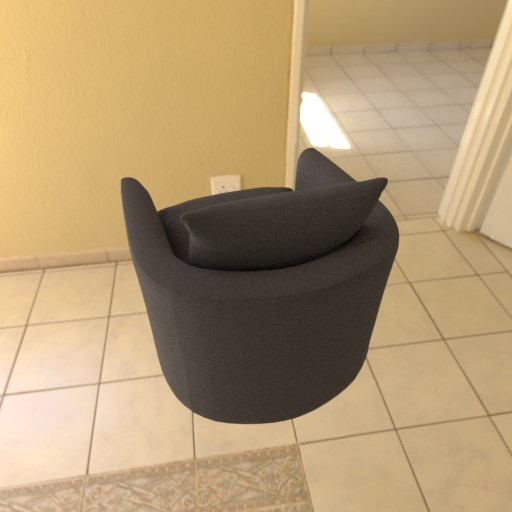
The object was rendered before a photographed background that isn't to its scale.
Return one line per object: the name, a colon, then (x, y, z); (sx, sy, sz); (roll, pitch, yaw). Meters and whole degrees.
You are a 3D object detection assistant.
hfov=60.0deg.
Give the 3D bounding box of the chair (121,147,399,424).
chair: (0.000, 0.000, 1.604); (0.845, 0.848, 0.910); (-12, 43, -13)
